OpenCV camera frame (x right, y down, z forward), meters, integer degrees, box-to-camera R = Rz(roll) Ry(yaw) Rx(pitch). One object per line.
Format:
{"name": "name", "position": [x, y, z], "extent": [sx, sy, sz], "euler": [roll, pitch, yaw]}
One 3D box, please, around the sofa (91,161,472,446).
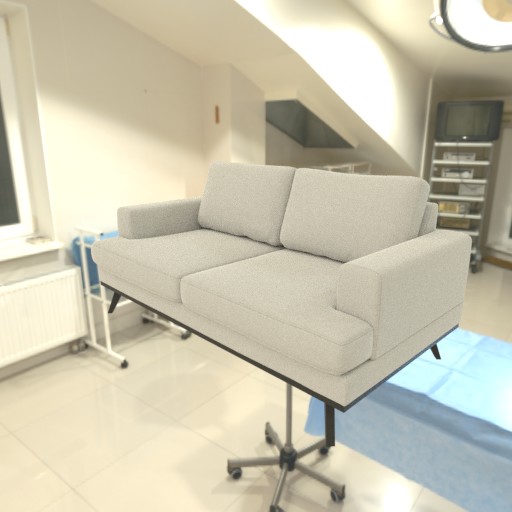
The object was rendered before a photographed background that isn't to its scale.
{"name": "sofa", "position": [0.000, 0.000, 2.133], "extent": [0.920, 0.810, 1.650], "euler": [-15, 22, -42]}
